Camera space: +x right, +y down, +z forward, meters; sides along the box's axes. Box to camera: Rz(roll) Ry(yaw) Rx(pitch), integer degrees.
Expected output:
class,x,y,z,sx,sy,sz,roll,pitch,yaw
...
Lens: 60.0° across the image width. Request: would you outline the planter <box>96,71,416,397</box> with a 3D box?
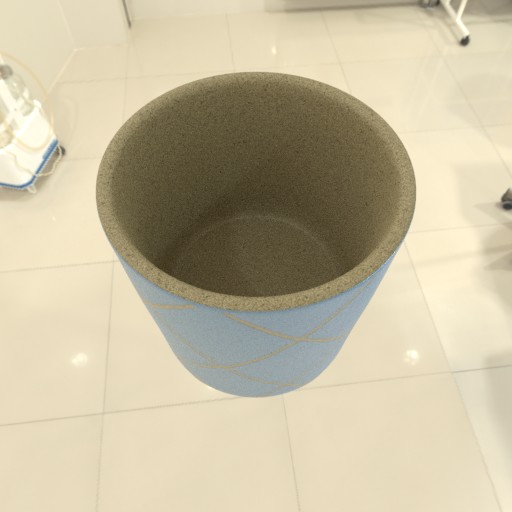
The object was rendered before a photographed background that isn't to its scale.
class,x,y,z,sx,sy,sz,roll,pitch,yaw
planter,0.000,0.000,0.416,0.227,0.235,0.227,0,57,0
